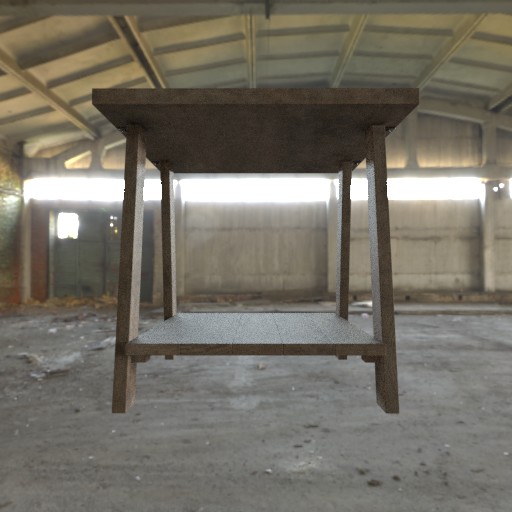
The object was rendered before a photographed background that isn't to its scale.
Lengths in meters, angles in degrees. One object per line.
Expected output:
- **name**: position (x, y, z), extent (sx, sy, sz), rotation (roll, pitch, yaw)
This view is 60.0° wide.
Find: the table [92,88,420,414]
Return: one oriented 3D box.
- **table**: position (0.000, 0.000, 1.121), extent (0.610, 0.610, 0.610), rotation (0, -1, 0)
